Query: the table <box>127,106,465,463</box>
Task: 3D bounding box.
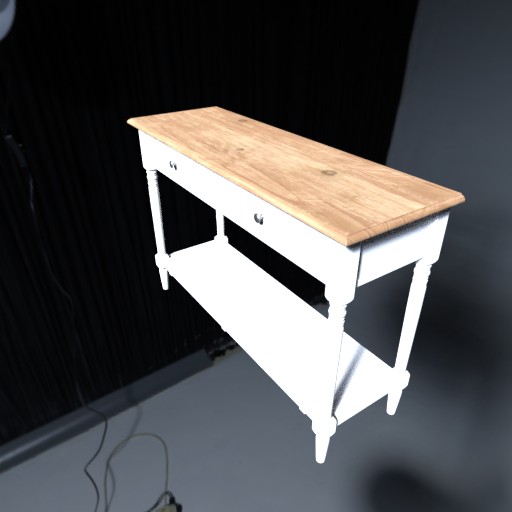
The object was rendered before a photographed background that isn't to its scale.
[{"bbox_3d":[0.000,0.000,1.611,0.399,0.800,1.219,-19,35,-29],"label":"table"}]
